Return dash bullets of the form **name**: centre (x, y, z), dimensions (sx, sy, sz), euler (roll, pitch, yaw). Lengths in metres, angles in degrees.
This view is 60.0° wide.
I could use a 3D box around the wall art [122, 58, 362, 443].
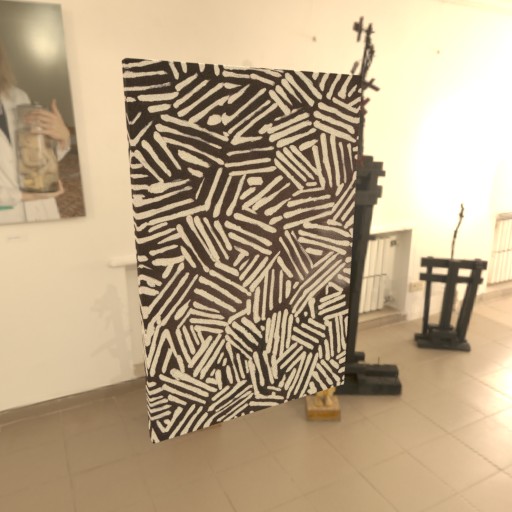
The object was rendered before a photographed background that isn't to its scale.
- **wall art**: centre (0.000, 0.000, 1.168), dimensions (0.615, 0.918, 0.035), euler (-8, 17, -26)
